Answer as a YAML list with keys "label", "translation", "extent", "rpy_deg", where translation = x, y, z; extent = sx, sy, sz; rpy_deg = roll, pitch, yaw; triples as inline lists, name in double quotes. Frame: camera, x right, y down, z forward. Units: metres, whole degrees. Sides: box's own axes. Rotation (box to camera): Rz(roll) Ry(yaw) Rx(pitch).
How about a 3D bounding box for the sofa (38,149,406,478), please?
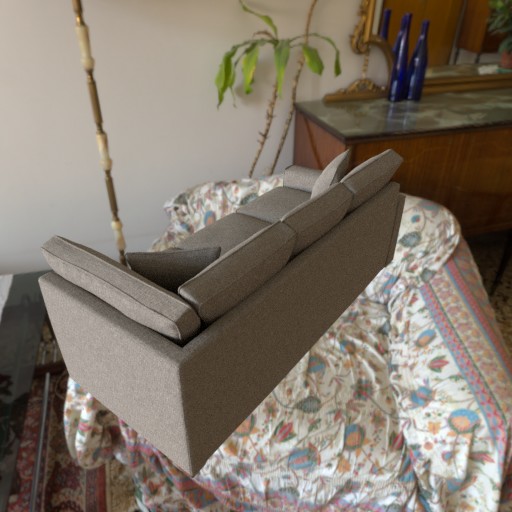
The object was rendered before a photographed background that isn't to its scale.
- label: "sofa"
  translation: [0.000, 0.000, 2.834]
  extent: [1.061, 0.962, 2.317]
  rpy_deg: [22, 39, 30]
